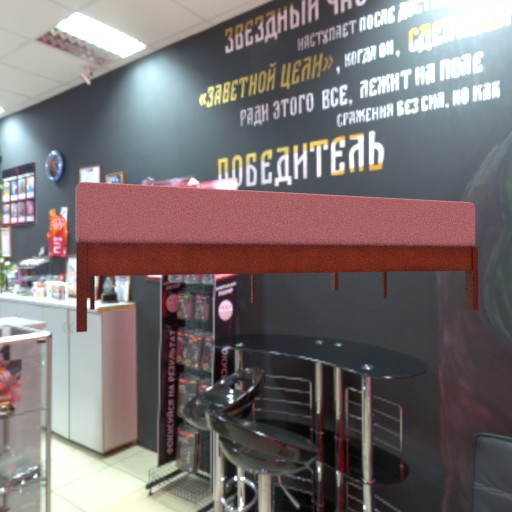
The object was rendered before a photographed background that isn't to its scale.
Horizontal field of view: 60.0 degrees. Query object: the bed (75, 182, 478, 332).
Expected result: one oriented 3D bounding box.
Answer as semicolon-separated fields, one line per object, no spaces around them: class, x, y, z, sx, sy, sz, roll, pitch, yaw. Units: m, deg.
bed;0.000;0.000;2.789;2.050;0.593;1.529;0;0;-20
